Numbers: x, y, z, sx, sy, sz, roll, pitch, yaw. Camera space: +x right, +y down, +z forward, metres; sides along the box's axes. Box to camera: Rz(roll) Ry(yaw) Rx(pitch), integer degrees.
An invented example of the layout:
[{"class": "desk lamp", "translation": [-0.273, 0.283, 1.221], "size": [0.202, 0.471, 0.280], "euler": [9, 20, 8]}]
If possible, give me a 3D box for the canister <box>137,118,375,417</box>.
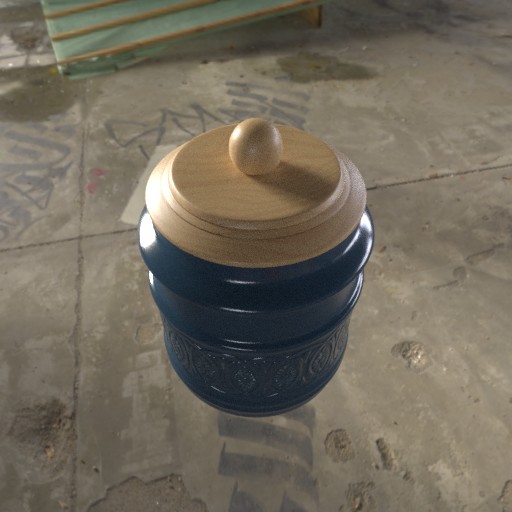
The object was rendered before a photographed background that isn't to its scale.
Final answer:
[{"class": "canister", "translation": [0.000, 0.000, 0.267], "size": [0.130, 0.176, 0.130], "euler": [0, 46, 0]}]
